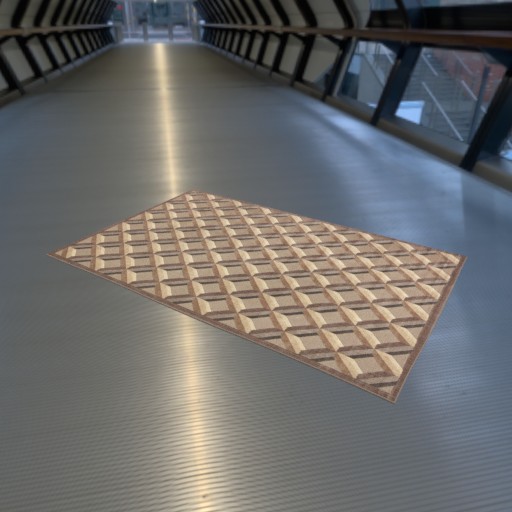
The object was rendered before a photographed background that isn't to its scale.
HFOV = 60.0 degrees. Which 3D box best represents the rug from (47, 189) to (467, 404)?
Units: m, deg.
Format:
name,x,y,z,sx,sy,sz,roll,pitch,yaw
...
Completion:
name,x,y,z,sx,sy,sz,roll,pitch,yaw
rug,0.000,0.000,2.086,1.677,0.011,1.066,17,33,29
